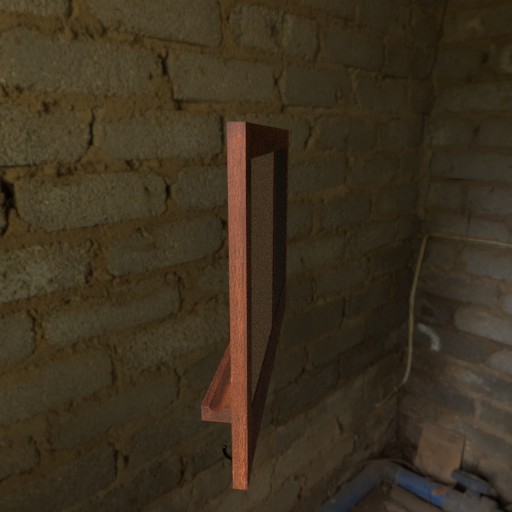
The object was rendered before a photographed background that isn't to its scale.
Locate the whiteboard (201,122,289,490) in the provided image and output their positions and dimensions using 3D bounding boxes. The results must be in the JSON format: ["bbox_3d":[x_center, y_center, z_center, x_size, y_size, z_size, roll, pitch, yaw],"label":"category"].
[{"bbox_3d":[0.000,0.000,0.994,0.083,0.553,0.768,2,15,8],"label":"whiteboard"}]
